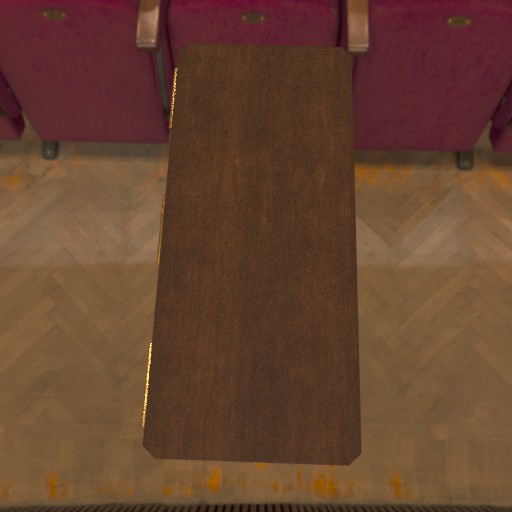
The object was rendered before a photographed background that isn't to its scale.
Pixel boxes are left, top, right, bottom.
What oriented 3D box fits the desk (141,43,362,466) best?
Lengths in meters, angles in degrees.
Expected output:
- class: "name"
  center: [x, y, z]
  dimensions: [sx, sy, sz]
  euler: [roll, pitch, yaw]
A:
- class: "desk"
  center: [0.000, 0.000, 1.886]
  dimensions: [0.684, 0.762, 1.479]
  euler: [2, 75, 0]
